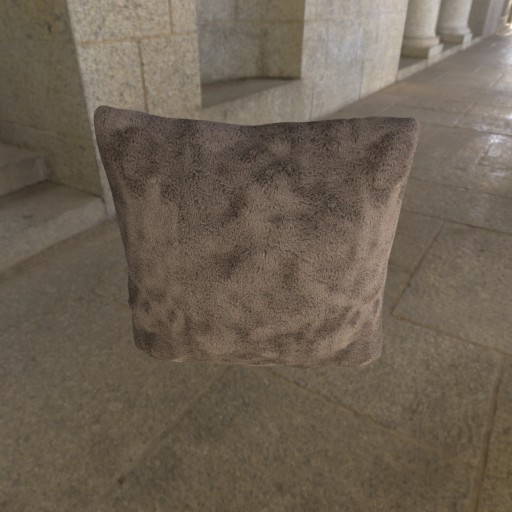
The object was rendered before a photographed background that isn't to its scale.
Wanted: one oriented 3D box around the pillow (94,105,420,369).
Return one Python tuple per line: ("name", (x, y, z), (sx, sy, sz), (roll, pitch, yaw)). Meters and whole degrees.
("pillow", (0.000, 0.000, 0.806), (0.522, 0.520, 0.204), (1, 31, 2))
